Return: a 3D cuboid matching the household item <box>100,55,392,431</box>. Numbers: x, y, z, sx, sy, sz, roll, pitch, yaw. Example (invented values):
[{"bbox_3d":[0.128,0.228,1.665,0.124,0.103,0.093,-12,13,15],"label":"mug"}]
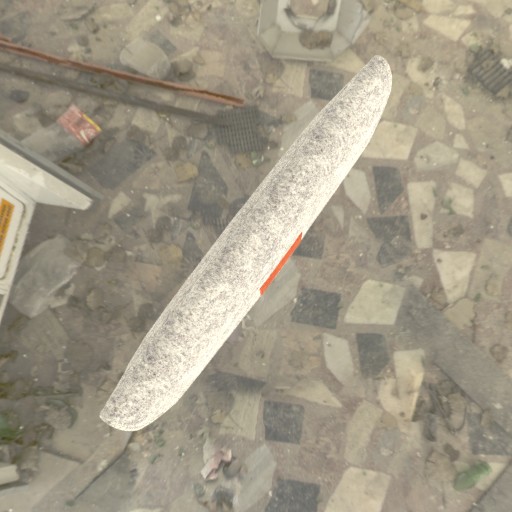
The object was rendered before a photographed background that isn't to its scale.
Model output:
[{"bbox_3d":[0.000,0.000,0.424,0.057,0.221,0.335,35,79,8],"label":"household item"}]
